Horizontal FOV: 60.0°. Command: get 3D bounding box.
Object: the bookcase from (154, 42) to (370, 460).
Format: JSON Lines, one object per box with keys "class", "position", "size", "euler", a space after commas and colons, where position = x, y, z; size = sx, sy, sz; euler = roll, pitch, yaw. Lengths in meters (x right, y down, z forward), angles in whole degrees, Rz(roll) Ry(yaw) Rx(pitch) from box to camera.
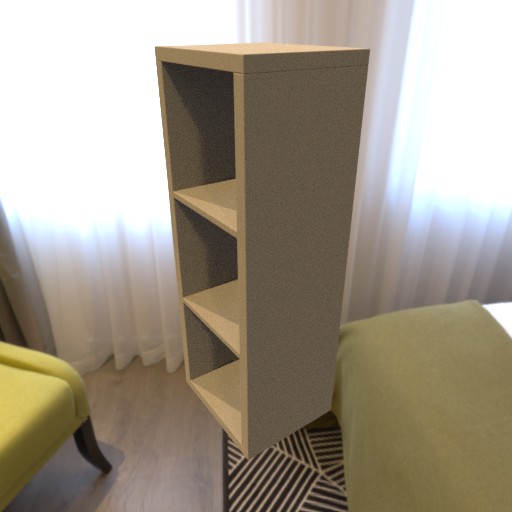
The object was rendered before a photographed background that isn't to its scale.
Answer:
{"class": "bookcase", "position": [0.000, 0.000, 1.266], "size": [0.330, 1.080, 0.390], "euler": [-18, 33, -31]}
